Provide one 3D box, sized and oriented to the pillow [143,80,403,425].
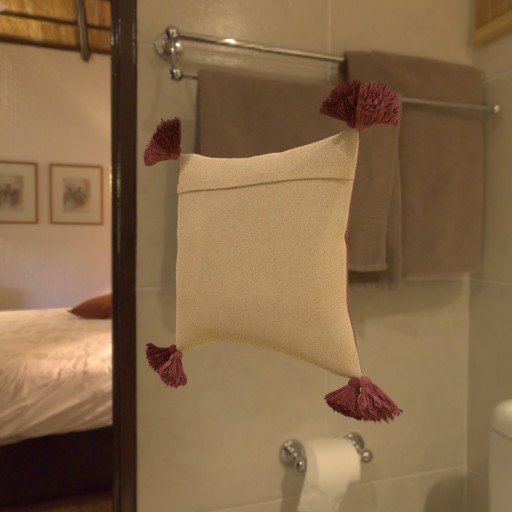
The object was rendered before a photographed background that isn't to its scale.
[{"bbox_3d":[0.000,0.000,0.961,0.641,0.659,0.138,1,2,35],"label":"pillow"}]
